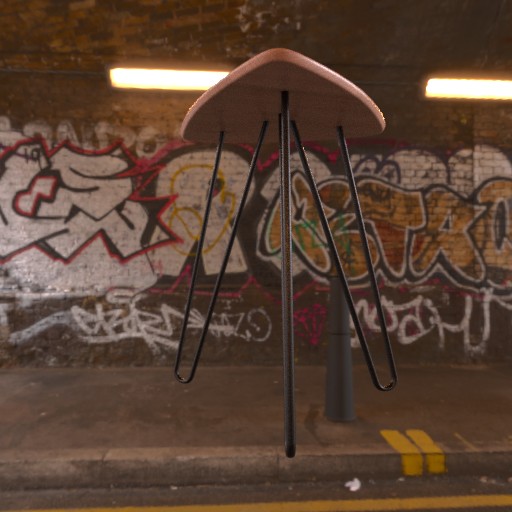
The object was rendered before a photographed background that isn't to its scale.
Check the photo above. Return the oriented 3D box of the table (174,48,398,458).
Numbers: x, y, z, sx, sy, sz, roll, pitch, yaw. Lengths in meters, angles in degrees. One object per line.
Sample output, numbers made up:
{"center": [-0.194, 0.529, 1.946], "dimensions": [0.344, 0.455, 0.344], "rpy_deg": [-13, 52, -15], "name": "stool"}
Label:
{"center": [0.000, 0.000, 0.889], "dimensions": [0.455, 0.564, 0.442], "rpy_deg": [-1, -2, 35], "name": "table"}
